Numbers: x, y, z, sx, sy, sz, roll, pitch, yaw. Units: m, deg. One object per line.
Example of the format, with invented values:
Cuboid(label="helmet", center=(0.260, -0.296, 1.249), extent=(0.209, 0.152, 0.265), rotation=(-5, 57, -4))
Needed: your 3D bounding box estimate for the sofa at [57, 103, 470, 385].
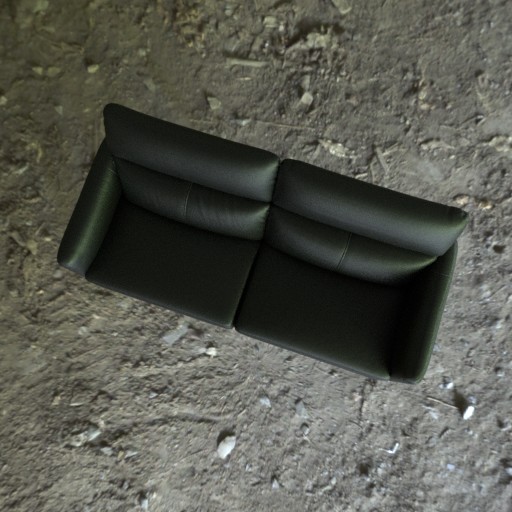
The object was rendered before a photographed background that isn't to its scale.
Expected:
Cuboid(label="sofa", center=(0.000, 0.000, 2.484), extent=(2.069, 0.957, 0.856), rotation=(18, 77, 4))
